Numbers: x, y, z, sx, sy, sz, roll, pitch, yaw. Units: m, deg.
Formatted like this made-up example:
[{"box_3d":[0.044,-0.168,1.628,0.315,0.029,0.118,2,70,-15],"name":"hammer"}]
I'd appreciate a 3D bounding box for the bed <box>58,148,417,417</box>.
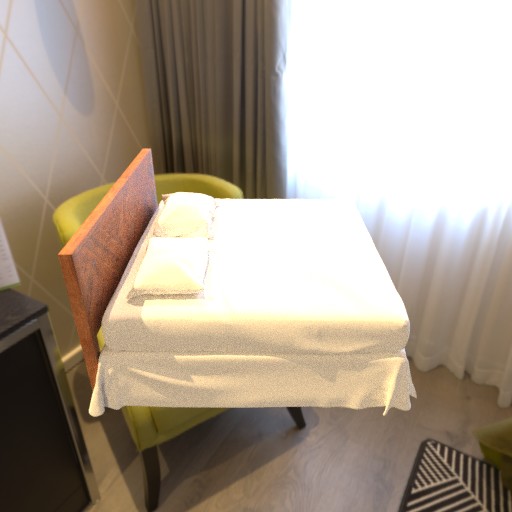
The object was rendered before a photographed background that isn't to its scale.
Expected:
[{"box_3d":[0.000,0.000,3.552,2.165,1.158,2.255,0,30,0],"name":"bed"}]
